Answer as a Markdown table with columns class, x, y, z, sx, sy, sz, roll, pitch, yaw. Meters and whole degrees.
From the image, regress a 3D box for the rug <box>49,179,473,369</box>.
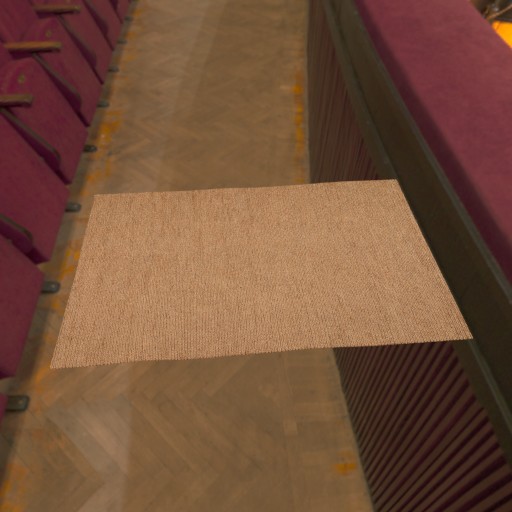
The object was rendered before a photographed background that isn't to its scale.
| class | x | y | z | sx | sy | sz | roll | pitch | yaw |
| --- | --- | --- | --- | --- | --- | --- | --- | --- | --- |
| rug | 0.000 | 0.000 | 3.058 | 2.439 | 0.011 | 1.533 | -3 | 47 | -3 |
